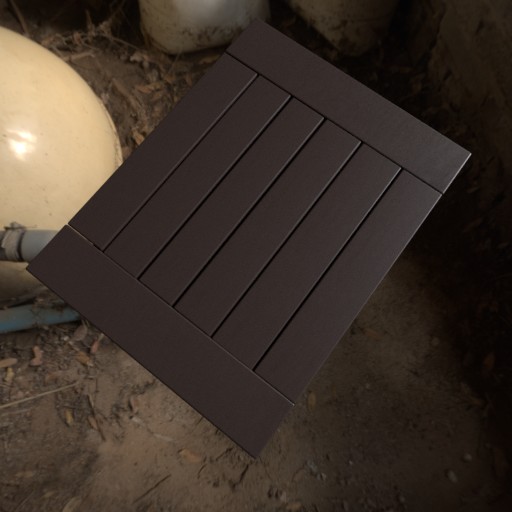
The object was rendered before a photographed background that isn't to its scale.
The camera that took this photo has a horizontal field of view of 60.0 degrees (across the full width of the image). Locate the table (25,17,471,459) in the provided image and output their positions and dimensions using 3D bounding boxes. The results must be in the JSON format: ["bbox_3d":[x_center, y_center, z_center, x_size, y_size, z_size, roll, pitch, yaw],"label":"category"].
[{"bbox_3d":[0.000,0.000,1.015,0.460,0.605,0.602,36,78,9],"label":"table"}]
